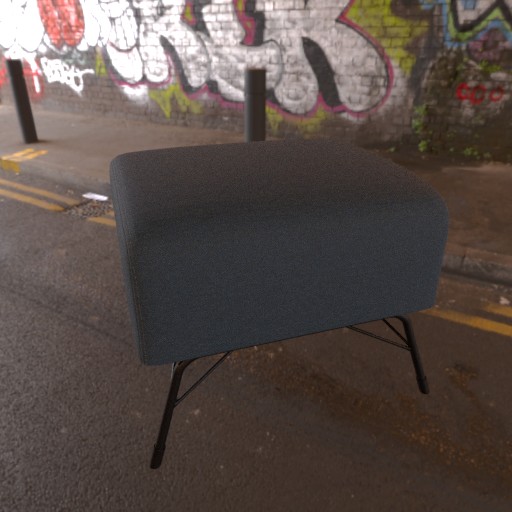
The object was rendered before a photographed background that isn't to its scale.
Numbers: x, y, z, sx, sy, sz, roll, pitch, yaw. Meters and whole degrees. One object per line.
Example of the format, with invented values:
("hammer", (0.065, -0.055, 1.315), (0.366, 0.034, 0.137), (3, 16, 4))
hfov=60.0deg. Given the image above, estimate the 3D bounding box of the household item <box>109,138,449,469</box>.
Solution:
("household item", (0.000, 0.000, 0.903), (0.530, 0.420, 0.530), (-8, 27, -17))
